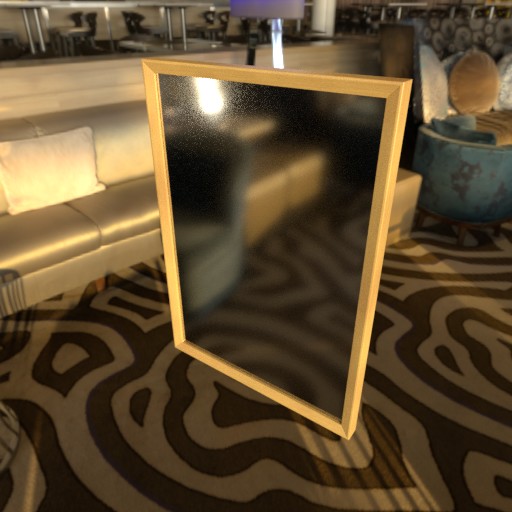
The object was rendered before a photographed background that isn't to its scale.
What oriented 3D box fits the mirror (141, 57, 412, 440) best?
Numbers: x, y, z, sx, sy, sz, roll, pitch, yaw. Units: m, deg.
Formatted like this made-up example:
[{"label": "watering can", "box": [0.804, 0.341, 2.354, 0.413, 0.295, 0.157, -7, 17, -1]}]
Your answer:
[{"label": "mirror", "box": [0.000, 0.000, 0.901, 0.507, 0.710, 0.039, 19, 35, 30]}]
